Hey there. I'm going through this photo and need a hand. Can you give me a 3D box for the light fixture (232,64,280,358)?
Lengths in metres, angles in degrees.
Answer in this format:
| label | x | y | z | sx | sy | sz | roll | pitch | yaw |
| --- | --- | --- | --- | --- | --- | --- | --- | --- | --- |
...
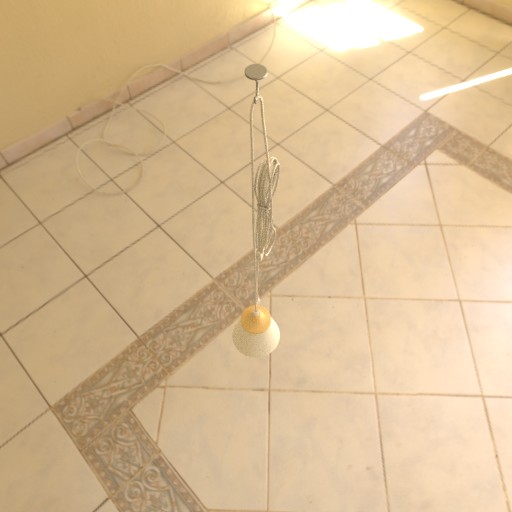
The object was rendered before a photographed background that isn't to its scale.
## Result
| label | x | y | z | sx | sy | sz | roll | pitch | yaw |
| --- | --- | --- | --- | --- | --- | --- | --- | --- | --- |
| light fixture | 0.000 | 0.000 | 1.022 | 0.153 | 0.966 | 0.153 | 33 | 64 | 18 |
